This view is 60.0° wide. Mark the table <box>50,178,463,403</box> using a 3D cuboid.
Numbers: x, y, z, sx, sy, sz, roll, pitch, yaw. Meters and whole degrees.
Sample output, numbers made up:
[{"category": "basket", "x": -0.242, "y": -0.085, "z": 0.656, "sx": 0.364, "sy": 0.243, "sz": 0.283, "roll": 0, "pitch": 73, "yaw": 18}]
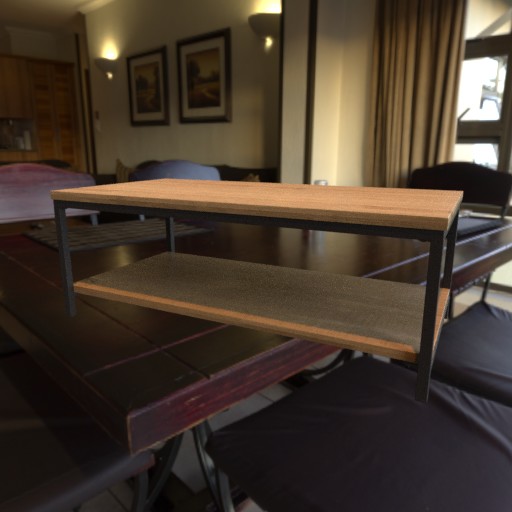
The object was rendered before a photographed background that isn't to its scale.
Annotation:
[{"category": "table", "x": 0.000, "y": 0.000, "z": 1.368, "sx": 1.100, "sy": 0.399, "sz": 0.551, "roll": 7, "pitch": 16, "yaw": 26}]
